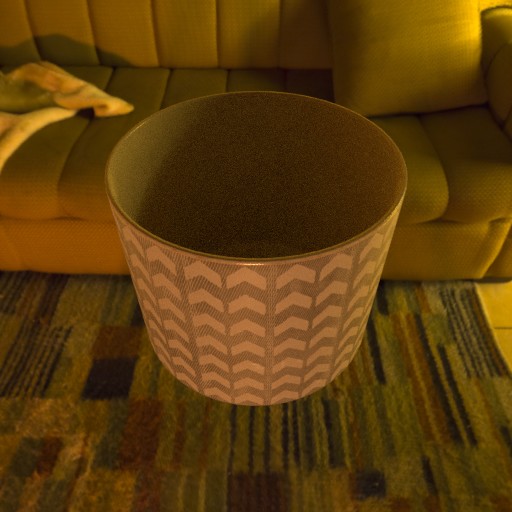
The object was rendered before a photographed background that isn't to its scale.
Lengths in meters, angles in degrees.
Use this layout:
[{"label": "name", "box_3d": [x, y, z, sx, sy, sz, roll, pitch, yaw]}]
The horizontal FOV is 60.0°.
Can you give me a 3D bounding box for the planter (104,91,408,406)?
[{"label": "planter", "box_3d": [0.000, 0.000, 0.459, 0.250, 0.239, 0.250, 0, 45, 0]}]
